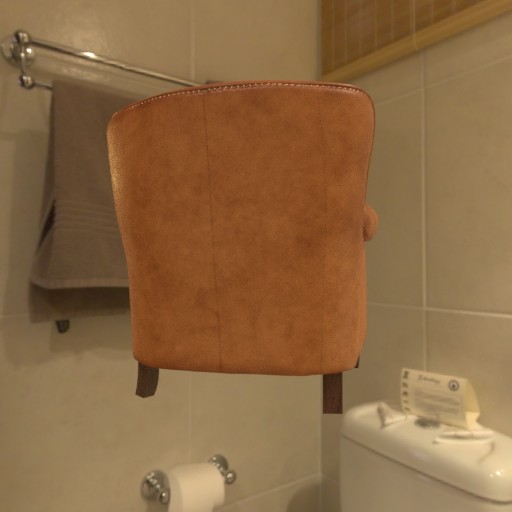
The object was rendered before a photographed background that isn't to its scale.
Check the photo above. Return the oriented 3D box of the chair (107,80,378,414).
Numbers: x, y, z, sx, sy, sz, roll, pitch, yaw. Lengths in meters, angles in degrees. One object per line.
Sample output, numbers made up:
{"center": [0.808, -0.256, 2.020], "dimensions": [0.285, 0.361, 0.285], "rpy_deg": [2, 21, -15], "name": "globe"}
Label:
{"center": [0.000, 0.000, 1.603], "dimensions": [0.861, 0.936, 0.921], "rpy_deg": [0, -1, 18], "name": "chair"}
